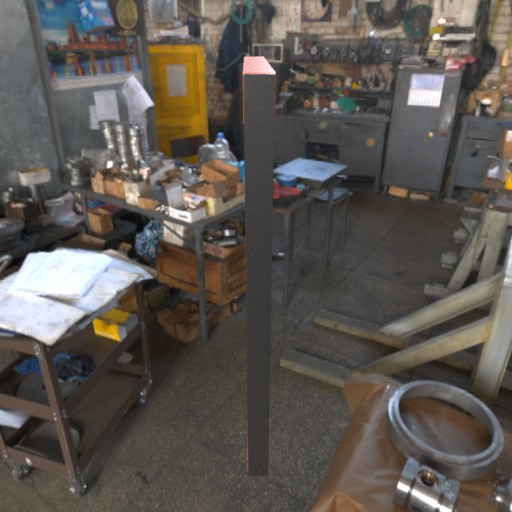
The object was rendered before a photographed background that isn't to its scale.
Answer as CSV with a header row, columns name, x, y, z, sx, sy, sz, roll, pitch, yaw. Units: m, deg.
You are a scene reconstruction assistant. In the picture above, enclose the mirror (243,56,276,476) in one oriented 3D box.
name,x,y,z,sx,sy,sz,roll,pitch,yaw
mirror,0.000,0.000,1.028,0.047,0.823,0.525,0,27,-1
